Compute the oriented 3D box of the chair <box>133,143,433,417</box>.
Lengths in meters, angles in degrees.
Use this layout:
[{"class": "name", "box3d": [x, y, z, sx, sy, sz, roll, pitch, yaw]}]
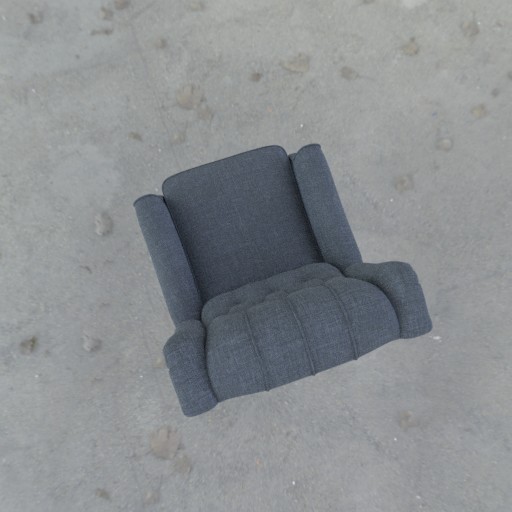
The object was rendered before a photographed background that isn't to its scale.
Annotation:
[{"class": "chair", "box3d": [0.000, 0.000, 1.636, 0.742, 1.035, 0.898, -18, 76, -5]}]
